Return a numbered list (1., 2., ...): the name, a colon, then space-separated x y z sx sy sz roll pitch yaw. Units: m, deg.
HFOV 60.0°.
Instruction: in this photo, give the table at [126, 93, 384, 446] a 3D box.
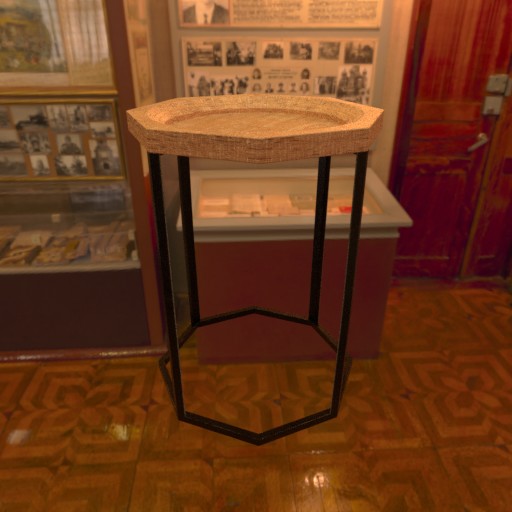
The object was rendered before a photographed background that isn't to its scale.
1. table: 0.000 0.000 0.875 0.437 0.553 0.437 -1 27 -1
